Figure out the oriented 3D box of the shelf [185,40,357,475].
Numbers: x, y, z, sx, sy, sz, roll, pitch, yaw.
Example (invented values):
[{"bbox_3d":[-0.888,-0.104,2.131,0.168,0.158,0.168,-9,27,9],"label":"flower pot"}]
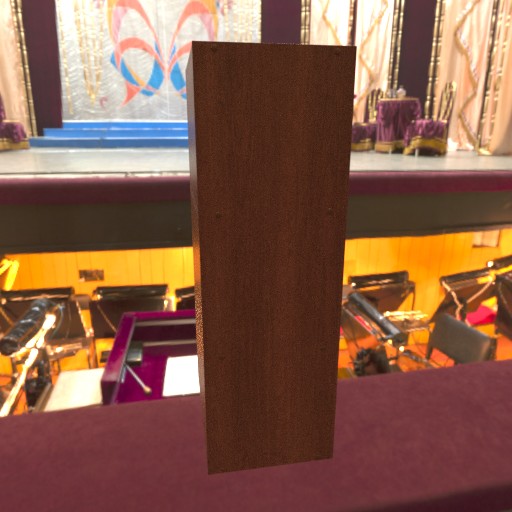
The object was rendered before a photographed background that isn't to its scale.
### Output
[{"bbox_3d":[0.000,0.000,1.078,0.290,0.879,0.414,-3,17,-10],"label":"shelf"}]
